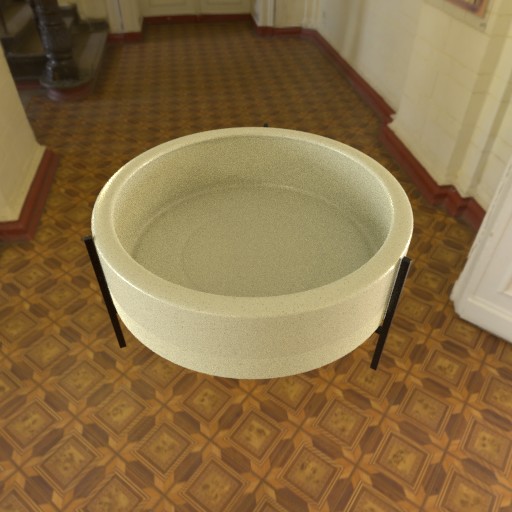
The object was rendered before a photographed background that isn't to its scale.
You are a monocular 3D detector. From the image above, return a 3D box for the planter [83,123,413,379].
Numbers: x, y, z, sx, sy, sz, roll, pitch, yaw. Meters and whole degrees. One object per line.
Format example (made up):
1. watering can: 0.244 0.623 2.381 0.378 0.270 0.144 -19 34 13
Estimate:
1. planter: 0.000 0.000 0.530 0.345 0.171 0.336 26 48 26
